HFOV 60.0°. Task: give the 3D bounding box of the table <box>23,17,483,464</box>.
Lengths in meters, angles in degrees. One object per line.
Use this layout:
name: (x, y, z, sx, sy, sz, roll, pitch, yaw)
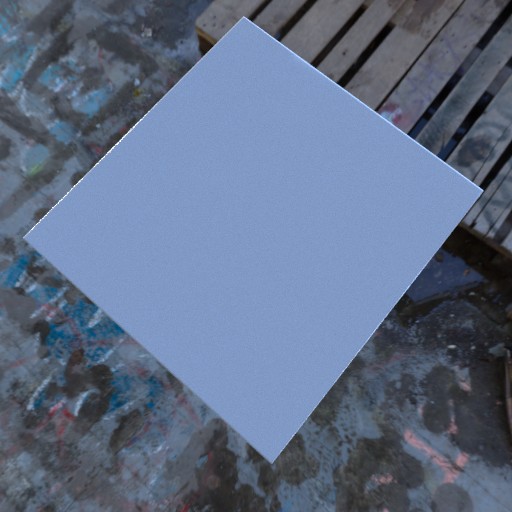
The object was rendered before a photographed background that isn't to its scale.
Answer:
table: (0.000, 0.000, 0.783, 0.400, 0.470, 0.420, 39, 80, 8)
